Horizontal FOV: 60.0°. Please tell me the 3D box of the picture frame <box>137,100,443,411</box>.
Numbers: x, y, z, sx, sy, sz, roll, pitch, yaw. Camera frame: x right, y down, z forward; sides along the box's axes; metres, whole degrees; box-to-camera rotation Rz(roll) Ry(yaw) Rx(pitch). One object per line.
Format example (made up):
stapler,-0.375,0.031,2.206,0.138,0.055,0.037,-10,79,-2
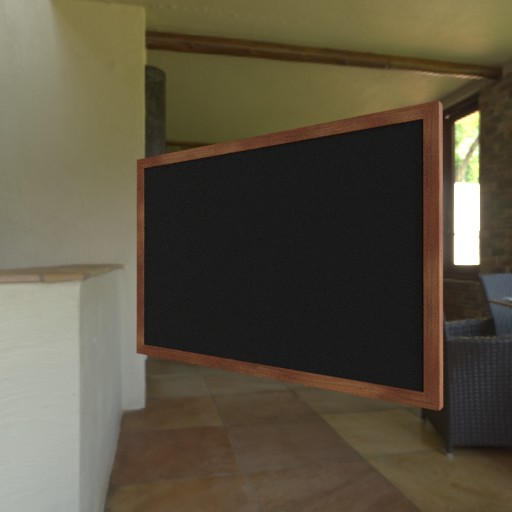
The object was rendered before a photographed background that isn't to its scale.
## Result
picture frame,0.000,0.000,1.202,0.950,0.640,0.029,0,0,36
